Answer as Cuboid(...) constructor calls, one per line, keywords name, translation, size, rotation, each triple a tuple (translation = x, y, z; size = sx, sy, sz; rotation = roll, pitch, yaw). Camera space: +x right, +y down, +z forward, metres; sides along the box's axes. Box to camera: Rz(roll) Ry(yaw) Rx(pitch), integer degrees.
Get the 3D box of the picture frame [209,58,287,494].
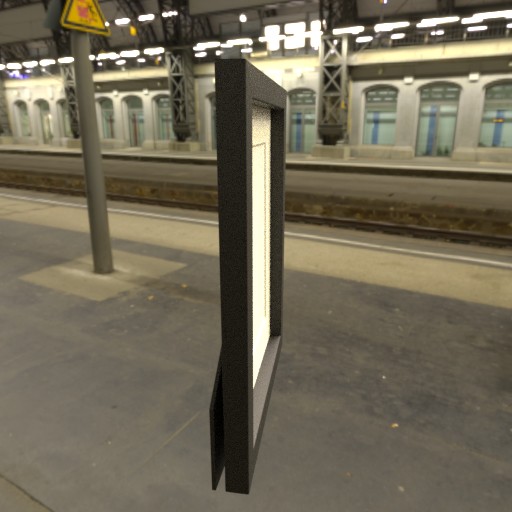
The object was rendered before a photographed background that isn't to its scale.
Cuboid(name="picture frame", translation=(0.000, 0.000, 0.515), size=(0.036, 0.383, 0.307), rotation=(3, 17, 9))
